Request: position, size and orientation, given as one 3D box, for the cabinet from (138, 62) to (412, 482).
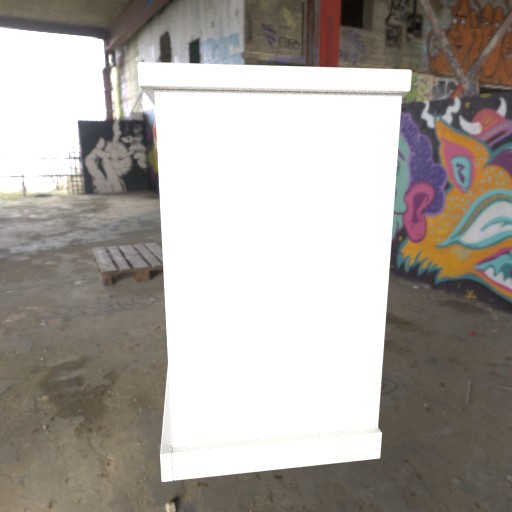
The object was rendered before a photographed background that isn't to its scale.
[{"bbox_3d":[0.000,0.000,1.013,0.431,0.723,0.520,-2,14,-8],"label":"cabinet"}]
